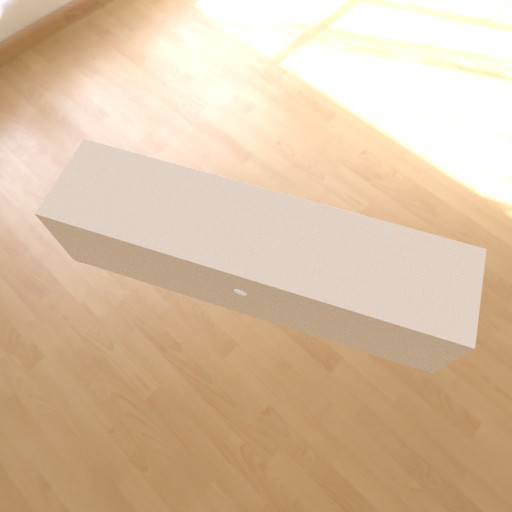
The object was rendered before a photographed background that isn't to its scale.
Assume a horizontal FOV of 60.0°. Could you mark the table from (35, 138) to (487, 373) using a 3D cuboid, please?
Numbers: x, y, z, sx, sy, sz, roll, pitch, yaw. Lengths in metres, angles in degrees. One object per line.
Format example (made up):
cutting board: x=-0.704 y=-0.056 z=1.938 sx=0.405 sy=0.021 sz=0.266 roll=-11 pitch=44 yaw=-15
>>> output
table: x=0.000 y=0.000 z=1.844 sx=1.650 sy=0.420 sz=0.390 roll=17 pitch=65 yaw=8
